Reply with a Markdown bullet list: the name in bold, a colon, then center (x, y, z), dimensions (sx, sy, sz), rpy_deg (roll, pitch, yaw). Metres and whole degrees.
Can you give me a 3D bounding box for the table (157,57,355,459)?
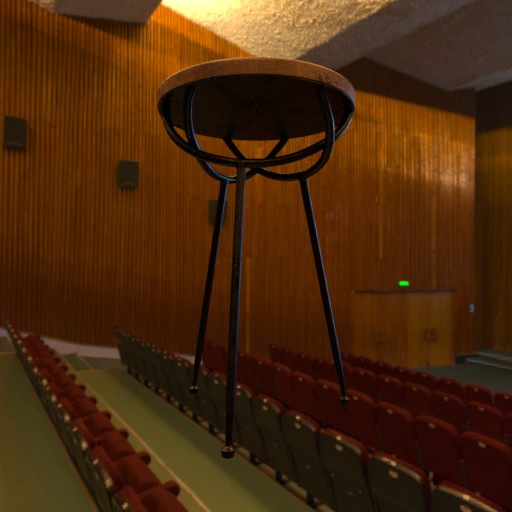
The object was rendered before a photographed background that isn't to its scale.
- **table**: center (0.000, 0.000, 0.944), dimensions (0.414, 0.664, 0.418), rpy_deg (0, 0, -34)
